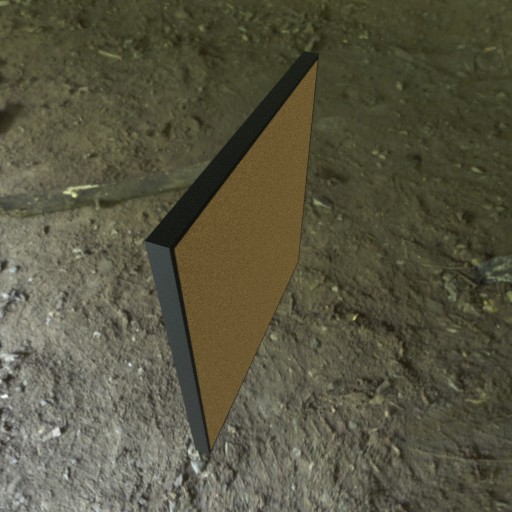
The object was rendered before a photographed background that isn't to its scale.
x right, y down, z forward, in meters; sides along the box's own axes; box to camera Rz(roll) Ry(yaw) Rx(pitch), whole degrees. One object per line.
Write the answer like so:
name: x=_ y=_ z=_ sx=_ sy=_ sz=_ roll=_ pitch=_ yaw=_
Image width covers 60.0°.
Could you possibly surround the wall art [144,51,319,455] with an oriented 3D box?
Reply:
wall art: x=0.000 y=0.000 z=0.772 sx=0.028 sy=0.511 sz=0.513 roll=16 pitch=47 yaw=15
